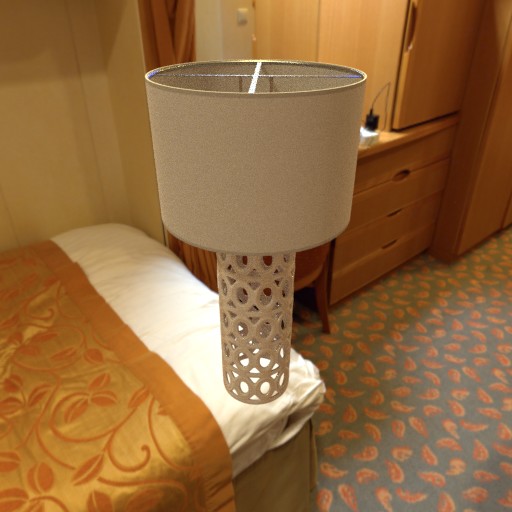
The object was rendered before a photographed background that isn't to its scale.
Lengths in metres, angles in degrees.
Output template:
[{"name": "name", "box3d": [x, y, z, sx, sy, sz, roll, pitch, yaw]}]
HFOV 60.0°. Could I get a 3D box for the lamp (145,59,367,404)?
[{"name": "lamp", "box3d": [0.000, 0.000, 0.825, 0.325, 0.636, 0.324, 1, 30, 2]}]
